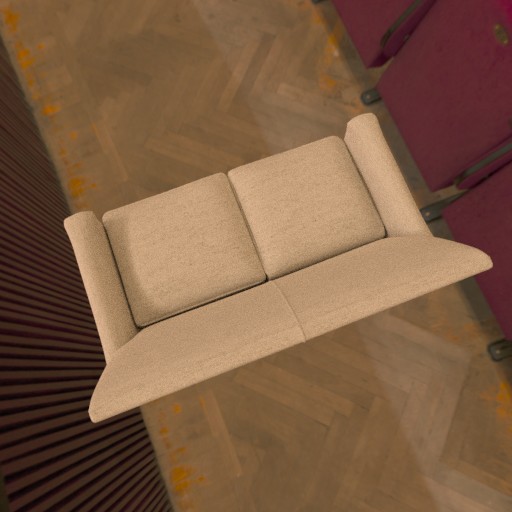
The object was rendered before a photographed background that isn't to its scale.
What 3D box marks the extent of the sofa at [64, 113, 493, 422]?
[{"bbox_3d":[0.000,0.000,2.027,1.482,0.892,0.891,-20,76,-5],"label":"sofa"}]
